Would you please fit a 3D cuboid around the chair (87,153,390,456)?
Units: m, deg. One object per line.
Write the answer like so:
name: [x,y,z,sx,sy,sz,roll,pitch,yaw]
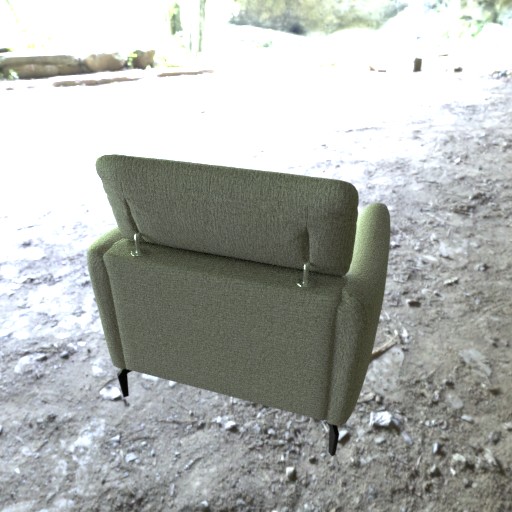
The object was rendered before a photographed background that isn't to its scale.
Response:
chair: [0.000,0.000,1.700,0.972,0.967,0.835,10,33,15]
